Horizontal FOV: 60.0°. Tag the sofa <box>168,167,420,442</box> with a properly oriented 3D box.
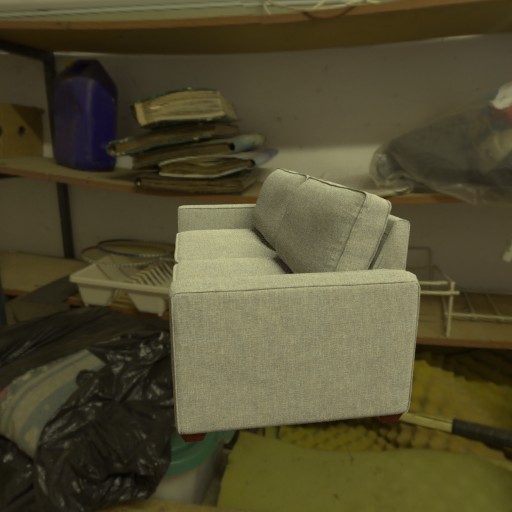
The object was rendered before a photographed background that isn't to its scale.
[{"bbox_3d":[0.000,0.000,2.575,0.945,0.918,2.078,-2,15,-8],"label":"sofa"}]
